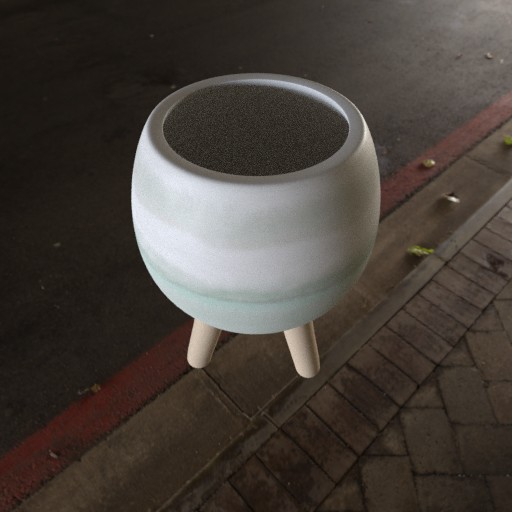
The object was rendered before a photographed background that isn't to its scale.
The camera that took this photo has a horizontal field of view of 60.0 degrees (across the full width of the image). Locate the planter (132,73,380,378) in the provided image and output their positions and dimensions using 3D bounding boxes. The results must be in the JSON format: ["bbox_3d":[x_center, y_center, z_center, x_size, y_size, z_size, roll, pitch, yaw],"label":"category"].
[{"bbox_3d":[0.000,0.000,0.332,0.161,0.224,0.161,0,46,0],"label":"planter"}]
